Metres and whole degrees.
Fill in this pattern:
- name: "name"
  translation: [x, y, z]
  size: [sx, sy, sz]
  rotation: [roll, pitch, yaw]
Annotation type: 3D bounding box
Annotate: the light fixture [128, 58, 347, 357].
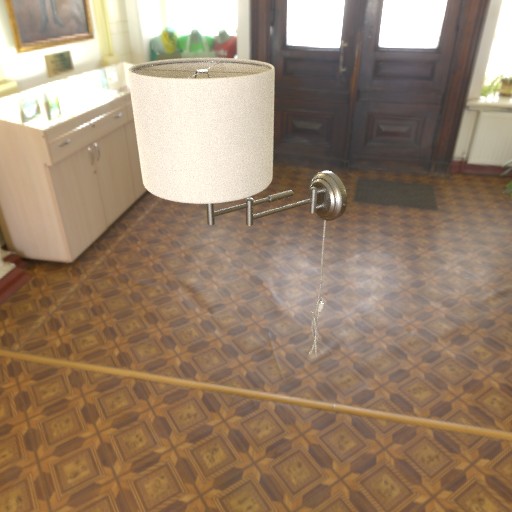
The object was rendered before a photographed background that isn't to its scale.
- name: "light fixture"
  translation: [0.000, 0.000, 1.041]
  size: [0.479, 0.842, 0.253]
  rotation: [-19, 36, -28]
